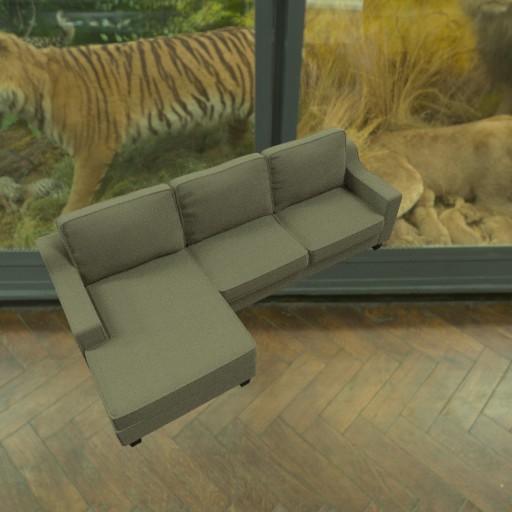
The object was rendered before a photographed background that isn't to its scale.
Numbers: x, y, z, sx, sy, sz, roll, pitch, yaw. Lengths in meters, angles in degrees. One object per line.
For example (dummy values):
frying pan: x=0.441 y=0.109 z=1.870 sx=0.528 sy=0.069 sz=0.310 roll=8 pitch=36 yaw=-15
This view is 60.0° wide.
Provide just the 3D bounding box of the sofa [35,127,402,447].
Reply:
sofa: x=0.000 y=0.000 z=3.129 sx=2.561 sy=0.928 sz=1.294 roll=-23 pitch=48 yaw=-22
